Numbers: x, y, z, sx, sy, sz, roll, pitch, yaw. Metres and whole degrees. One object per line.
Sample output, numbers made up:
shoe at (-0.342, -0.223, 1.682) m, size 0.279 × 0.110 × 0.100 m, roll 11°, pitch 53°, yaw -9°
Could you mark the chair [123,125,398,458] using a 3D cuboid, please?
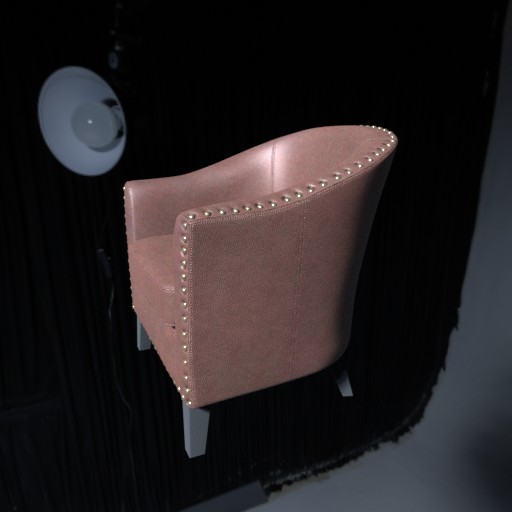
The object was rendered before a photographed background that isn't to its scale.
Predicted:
chair at (0.000, 0.000, 1.445) m, size 0.748 × 0.823 × 0.794 m, roll -7°, pitch 17°, yaw -24°
